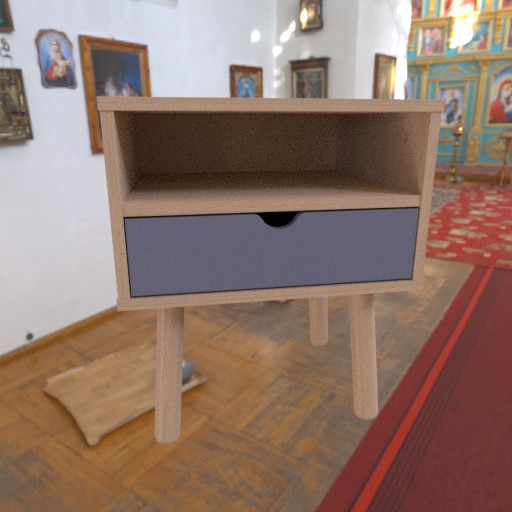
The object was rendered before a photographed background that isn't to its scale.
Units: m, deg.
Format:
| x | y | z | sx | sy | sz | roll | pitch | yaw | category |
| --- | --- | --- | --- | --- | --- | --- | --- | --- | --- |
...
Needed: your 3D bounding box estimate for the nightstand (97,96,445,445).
| x | y | z | sx | sy | sz | roll | pitch | yaw | category |
| --- | --- | --- | --- | --- | --- | --- | --- | --- | --- |
| 0.000 | 0.000 | 0.816 | 0.450 | 0.530 | 0.380 | -3 | 17 | -10 | nightstand |
